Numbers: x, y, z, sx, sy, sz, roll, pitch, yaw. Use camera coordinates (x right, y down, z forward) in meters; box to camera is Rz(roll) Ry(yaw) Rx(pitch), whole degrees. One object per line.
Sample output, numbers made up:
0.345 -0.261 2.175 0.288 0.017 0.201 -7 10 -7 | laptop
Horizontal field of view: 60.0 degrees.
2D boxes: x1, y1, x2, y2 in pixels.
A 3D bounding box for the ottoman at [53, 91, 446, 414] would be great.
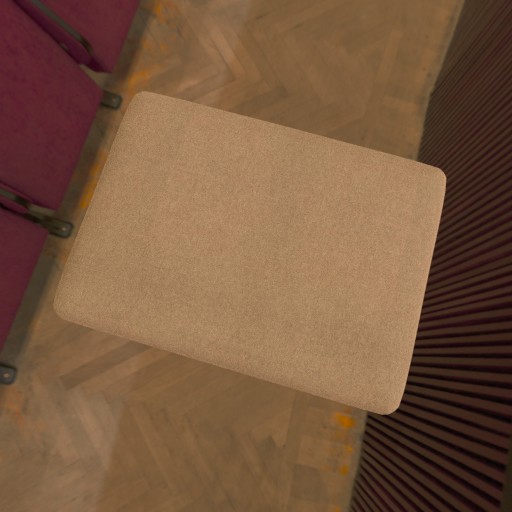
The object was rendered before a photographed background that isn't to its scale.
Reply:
0.000 0.000 1.222 0.823 0.478 0.610 16 78 3 | ottoman
